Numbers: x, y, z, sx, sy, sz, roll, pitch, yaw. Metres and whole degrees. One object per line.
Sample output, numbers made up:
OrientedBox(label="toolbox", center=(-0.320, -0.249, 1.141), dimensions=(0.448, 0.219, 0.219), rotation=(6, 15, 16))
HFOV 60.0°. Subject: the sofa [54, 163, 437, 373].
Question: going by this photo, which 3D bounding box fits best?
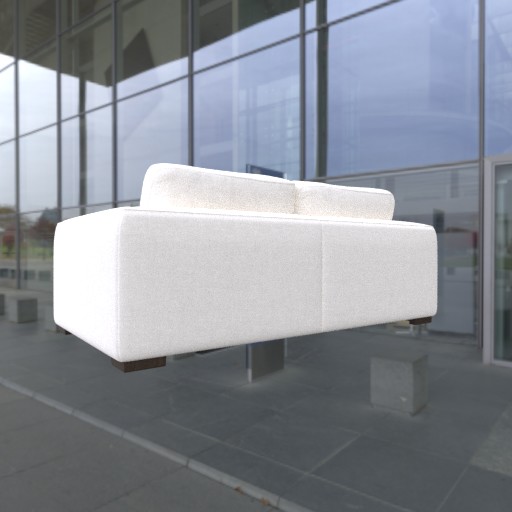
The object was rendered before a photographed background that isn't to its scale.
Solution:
OrientedBox(label="sofa", center=(0.000, 0.000, 2.479), dimensions=(1.920, 0.801, 1.069), rotation=(0, 1, -36))
